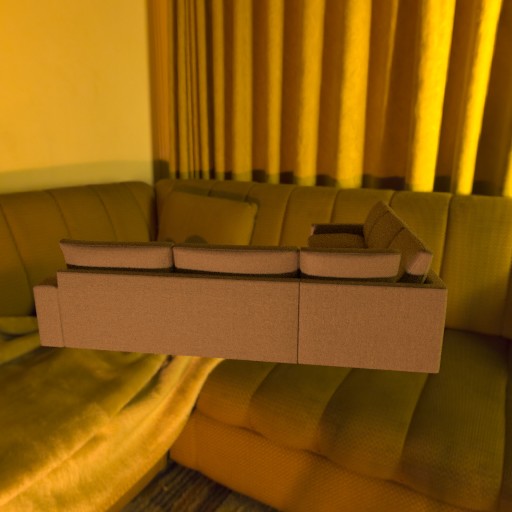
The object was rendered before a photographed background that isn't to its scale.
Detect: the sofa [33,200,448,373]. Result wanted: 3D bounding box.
[{"bbox_3d":[0.000,0.000,4.144,2.742,0.800,2.622,2,15,8],"label":"sofa"}]
